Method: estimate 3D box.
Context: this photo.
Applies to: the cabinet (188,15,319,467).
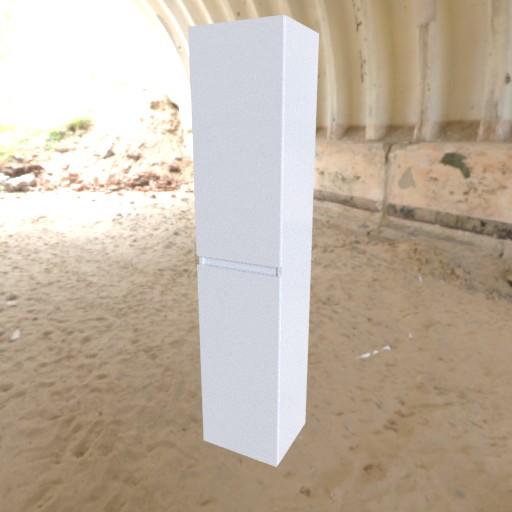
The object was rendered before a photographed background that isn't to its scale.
[{"bbox_3d":[0.000,0.000,1.512,0.300,1.400,0.270,8,18,26],"label":"cabinet"}]
